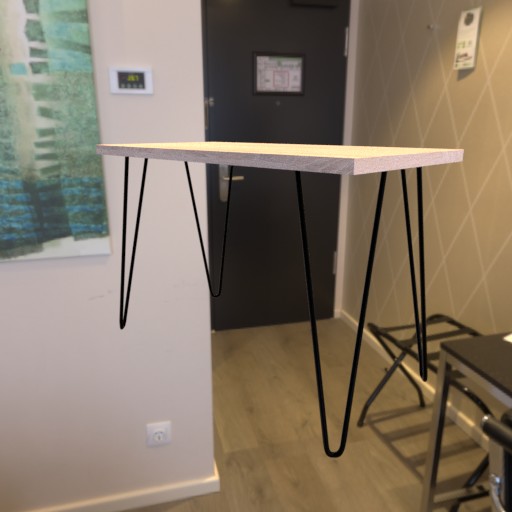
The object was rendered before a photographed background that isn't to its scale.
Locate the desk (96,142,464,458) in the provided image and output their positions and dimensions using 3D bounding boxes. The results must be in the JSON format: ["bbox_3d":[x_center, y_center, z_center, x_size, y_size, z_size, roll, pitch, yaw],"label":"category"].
[{"bbox_3d":[0.000,0.000,1.380,0.991,0.660,0.499,15,22,43],"label":"desk"}]
